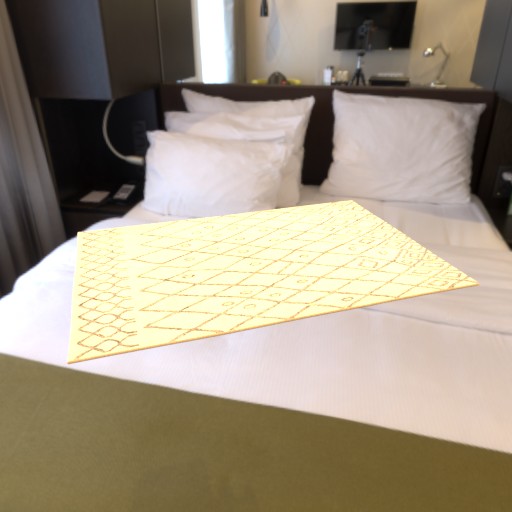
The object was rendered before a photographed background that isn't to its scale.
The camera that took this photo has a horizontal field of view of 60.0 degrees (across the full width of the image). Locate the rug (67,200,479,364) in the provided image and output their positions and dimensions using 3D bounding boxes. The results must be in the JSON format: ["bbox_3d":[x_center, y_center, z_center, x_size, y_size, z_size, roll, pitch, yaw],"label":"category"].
[{"bbox_3d":[0.000,0.000,2.362,1.828,0.015,1.222,-8,28,-16],"label":"rug"}]
